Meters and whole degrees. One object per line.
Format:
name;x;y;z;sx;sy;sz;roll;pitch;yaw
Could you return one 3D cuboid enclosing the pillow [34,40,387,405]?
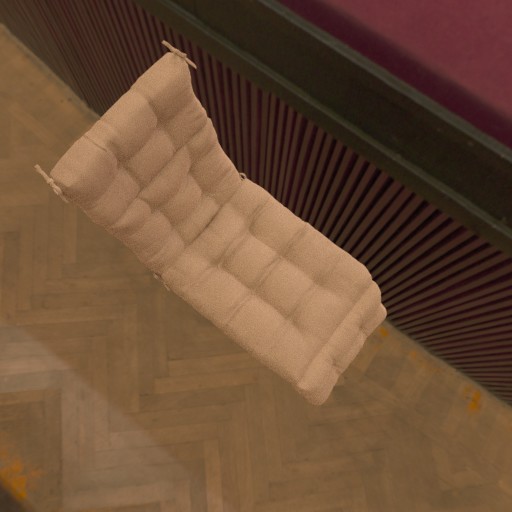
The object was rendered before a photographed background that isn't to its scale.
pillow;0.000;0.000;1.458;1.016;0.863;0.526;38;79;9
